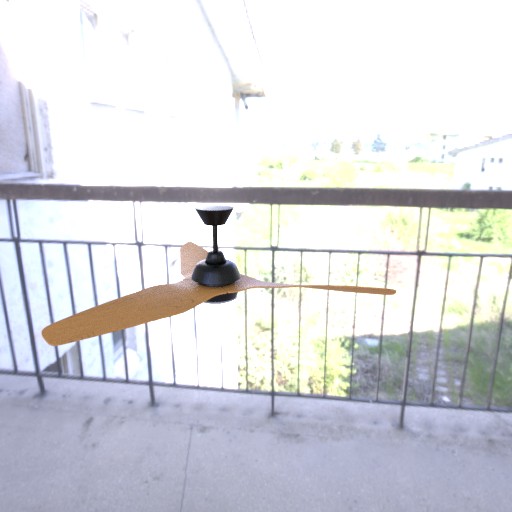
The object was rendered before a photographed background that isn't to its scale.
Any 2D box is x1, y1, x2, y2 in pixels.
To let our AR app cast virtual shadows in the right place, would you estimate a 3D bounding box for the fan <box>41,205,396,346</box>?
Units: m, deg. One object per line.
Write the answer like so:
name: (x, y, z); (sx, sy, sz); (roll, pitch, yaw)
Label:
fan: (0.000, 0.000, 1.638); (1.010, 0.355, 1.142); (2, 15, 9)
